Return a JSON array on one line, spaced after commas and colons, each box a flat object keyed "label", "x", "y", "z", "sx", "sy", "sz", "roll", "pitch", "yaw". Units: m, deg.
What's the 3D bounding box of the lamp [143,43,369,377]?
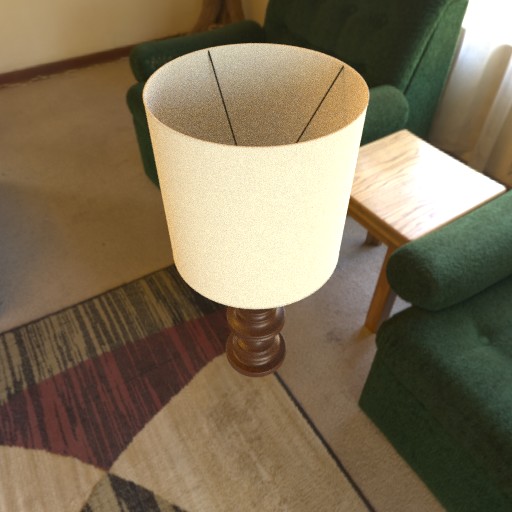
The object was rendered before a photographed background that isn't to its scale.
[{"label": "lamp", "x": 0.000, "y": 0.000, "z": 0.577, "sx": 0.208, "sy": 0.455, "sz": 0.208, "roll": 32, "pitch": 54, "yaw": 27}]
